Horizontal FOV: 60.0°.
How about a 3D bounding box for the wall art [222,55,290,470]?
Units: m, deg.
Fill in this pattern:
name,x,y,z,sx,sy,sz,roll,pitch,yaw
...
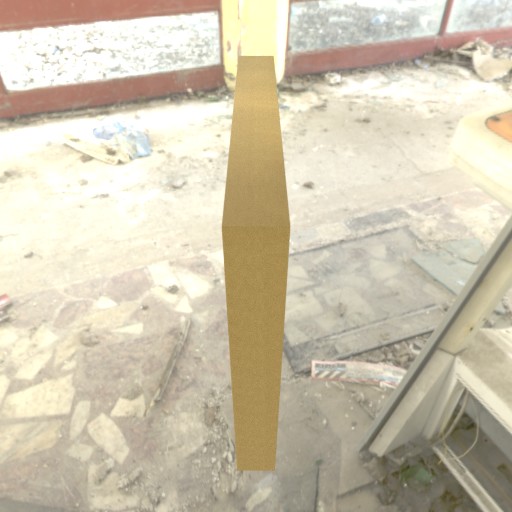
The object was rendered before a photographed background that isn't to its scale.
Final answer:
name,x,y,z,sx,sy,sz,roll,pitch,yaw
wall art,0.000,0.000,0.459,0.038,0.305,0.304,0,41,0
